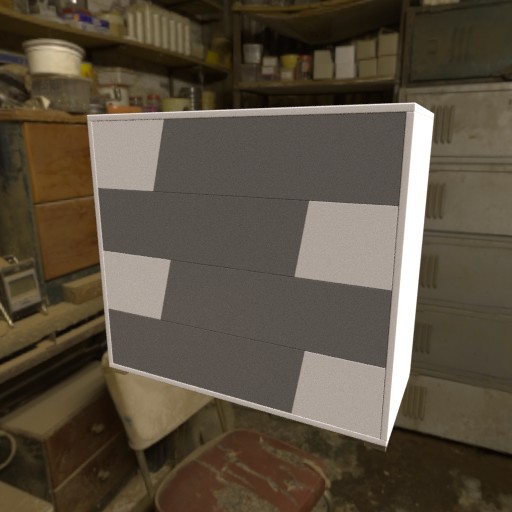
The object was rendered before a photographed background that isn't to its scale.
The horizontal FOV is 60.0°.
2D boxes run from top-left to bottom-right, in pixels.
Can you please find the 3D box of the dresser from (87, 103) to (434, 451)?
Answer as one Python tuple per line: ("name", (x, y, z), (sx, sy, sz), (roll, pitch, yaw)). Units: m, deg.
("dresser", (0.000, 0.000, 1.641), (1.100, 1.000, 0.460), (7, 16, 26))
